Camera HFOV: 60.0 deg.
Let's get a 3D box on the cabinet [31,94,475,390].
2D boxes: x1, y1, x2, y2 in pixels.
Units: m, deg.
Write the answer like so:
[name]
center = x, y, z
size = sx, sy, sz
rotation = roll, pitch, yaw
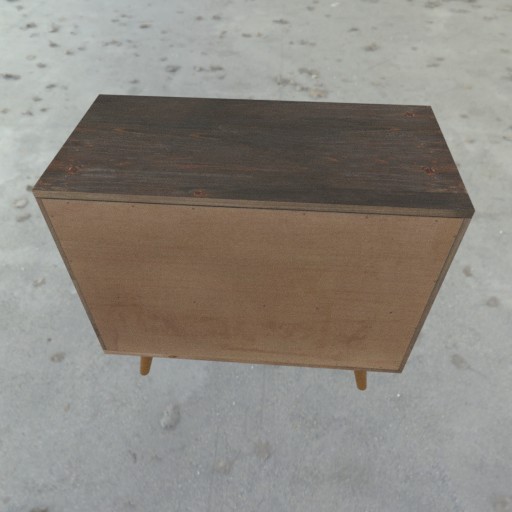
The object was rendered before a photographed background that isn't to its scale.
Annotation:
[cabinet]
center = 0.000, 0.000, 1.519
size = 1.023, 0.897, 0.529
rotation = 3, 45, 3
